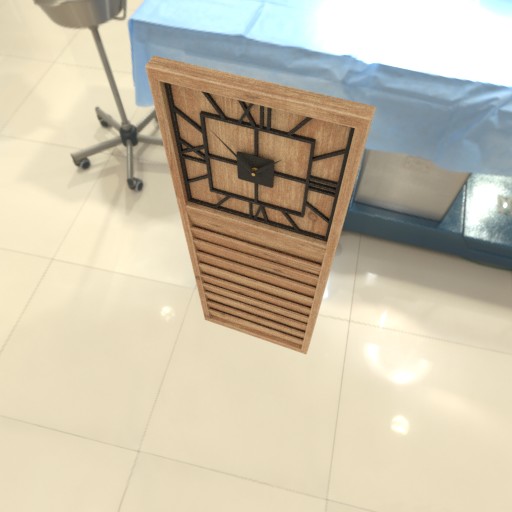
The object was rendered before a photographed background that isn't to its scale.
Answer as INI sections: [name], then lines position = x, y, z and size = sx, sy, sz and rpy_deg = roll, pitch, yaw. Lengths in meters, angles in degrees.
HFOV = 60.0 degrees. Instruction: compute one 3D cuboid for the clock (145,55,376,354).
[clock]
position = 0.000, 0.000, 1.076
size = 0.361, 0.965, 0.030
rpy_deg = 17, 59, 11
